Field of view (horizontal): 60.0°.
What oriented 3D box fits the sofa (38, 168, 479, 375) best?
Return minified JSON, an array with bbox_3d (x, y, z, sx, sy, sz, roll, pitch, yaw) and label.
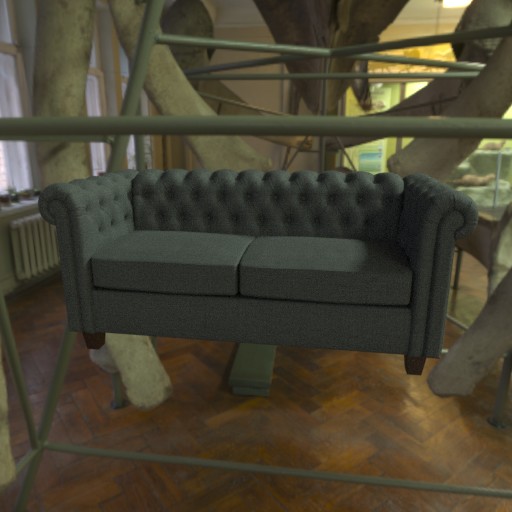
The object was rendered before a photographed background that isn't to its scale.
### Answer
[{"bbox_3d":[0.000,0.000,2.207,1.798,0.797,0.783,3,16,9],"label":"sofa"}]
